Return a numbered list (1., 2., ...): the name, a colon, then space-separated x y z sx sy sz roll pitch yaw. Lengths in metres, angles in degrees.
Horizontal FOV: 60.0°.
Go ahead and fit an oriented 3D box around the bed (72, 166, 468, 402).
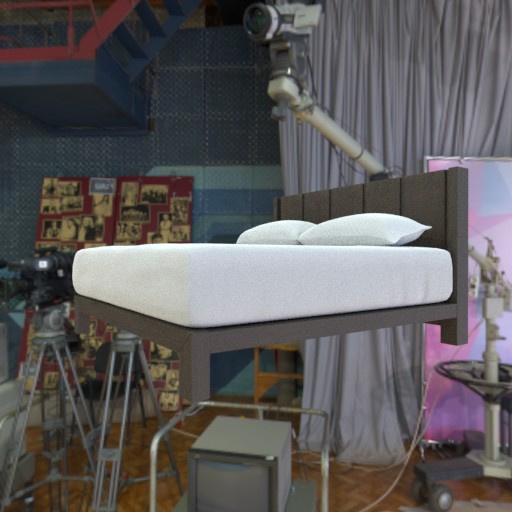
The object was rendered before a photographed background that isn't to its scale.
1. bed: 0.000 0.000 3.423 2.238 1.261 2.143 0 0 -35
